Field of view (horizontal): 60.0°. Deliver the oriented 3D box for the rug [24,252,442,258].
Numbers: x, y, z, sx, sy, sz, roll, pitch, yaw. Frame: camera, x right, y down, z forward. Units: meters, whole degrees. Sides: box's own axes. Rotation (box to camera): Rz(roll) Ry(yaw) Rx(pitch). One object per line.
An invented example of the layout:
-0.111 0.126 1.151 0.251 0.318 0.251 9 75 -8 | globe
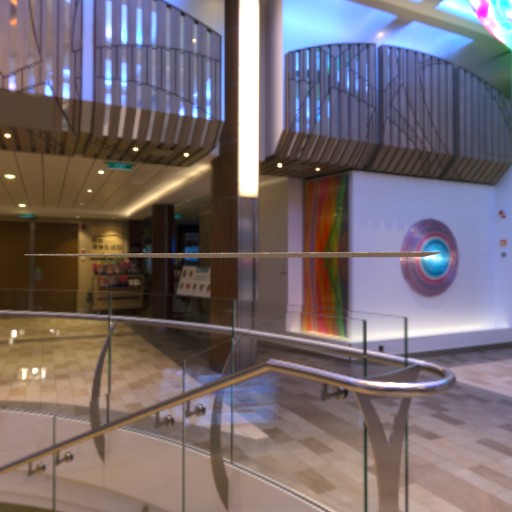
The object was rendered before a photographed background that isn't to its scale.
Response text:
0.000 0.000 3.942 2.892 0.006 2.283 0 -1 19 | rug
